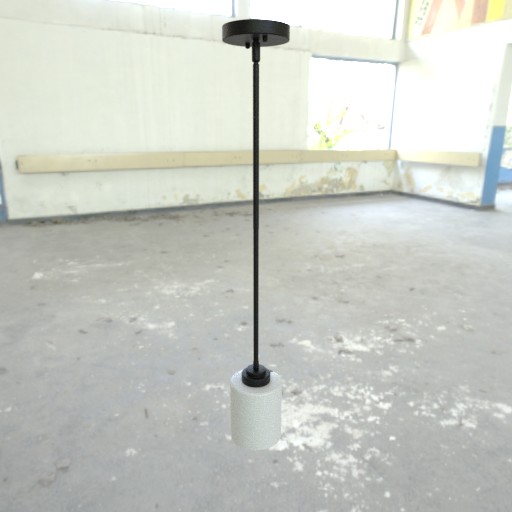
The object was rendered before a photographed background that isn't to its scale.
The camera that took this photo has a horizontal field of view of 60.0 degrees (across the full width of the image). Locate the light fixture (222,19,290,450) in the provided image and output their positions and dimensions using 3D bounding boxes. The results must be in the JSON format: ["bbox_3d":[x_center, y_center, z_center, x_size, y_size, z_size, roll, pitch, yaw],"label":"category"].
[{"bbox_3d":[0.000,0.000,0.922,0.123,0.863,0.123,-8,17,-25],"label":"light fixture"}]
